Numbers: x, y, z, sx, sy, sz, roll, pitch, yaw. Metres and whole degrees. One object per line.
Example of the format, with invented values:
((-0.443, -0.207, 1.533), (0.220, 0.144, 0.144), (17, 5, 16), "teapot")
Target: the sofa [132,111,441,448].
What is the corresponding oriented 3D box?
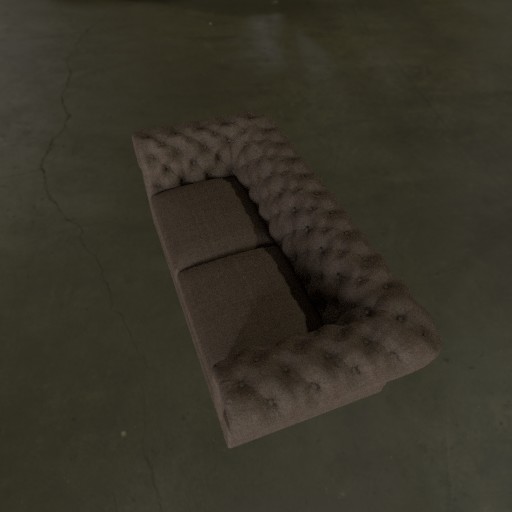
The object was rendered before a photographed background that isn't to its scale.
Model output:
((0.000, 0.000, 2.493), (0.944, 0.780, 2.048), (-15, 48, -14), "sofa")
